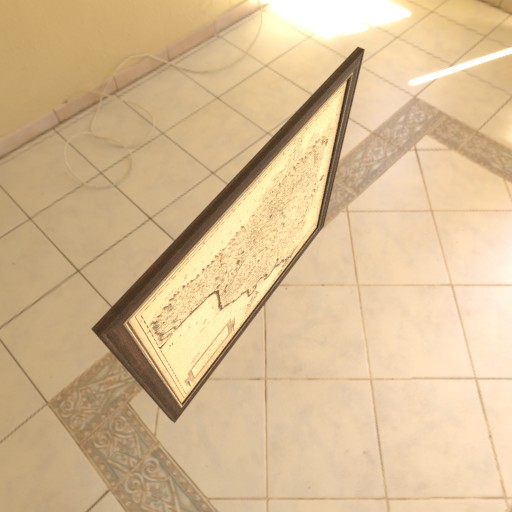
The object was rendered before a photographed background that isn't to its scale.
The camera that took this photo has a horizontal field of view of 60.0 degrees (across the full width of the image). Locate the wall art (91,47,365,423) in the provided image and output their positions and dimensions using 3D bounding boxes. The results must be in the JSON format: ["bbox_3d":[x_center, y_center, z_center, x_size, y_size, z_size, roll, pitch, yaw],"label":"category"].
[{"bbox_3d":[0.000,0.000,1.411,0.023,0.875,1.033,31,64,17],"label":"wall art"}]
